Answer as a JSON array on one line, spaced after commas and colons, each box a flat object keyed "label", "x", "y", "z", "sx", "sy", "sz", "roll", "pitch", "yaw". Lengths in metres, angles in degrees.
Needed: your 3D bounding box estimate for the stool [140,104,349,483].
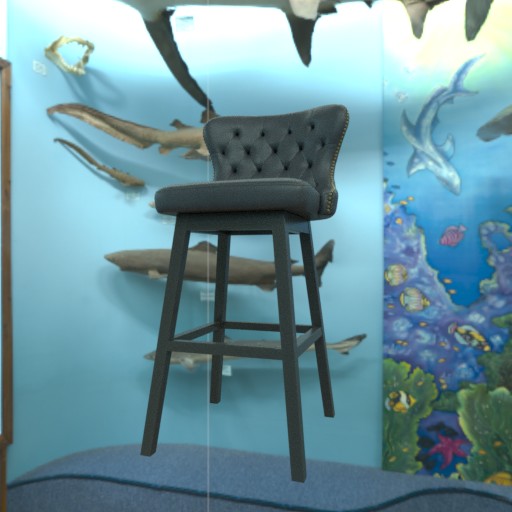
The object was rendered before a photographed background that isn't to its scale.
[{"label": "stool", "x": 0.000, "y": 0.000, "z": 1.381, "sx": 0.528, "sy": 1.050, "sz": 0.601, "roll": 0, "pitch": 0, "yaw": 19}]
